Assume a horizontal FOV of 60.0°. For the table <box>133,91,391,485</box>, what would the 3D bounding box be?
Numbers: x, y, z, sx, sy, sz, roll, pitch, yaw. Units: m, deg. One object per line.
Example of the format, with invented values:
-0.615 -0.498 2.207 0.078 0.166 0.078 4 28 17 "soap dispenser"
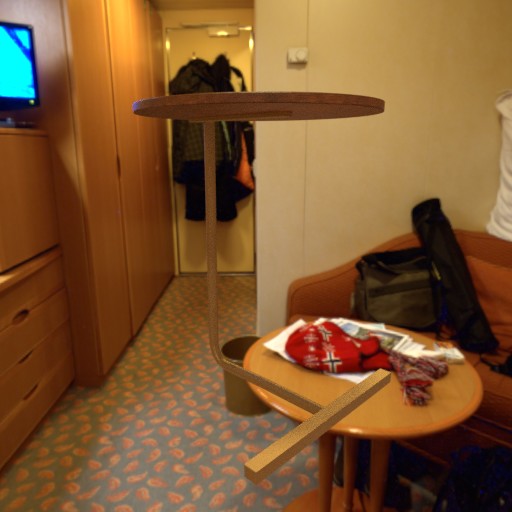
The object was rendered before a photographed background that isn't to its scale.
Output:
0.000 0.000 1.098 0.577 0.706 0.530 13 19 42 "table"
